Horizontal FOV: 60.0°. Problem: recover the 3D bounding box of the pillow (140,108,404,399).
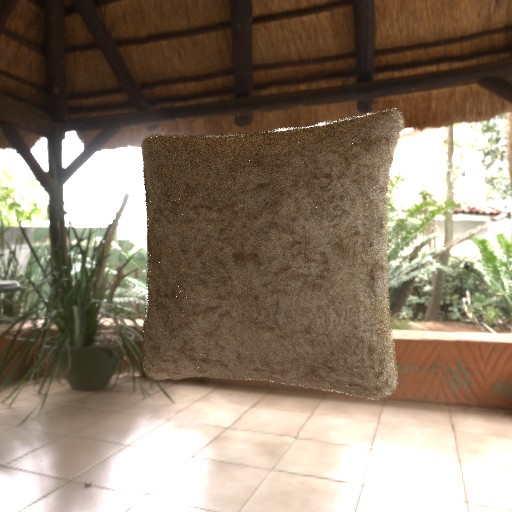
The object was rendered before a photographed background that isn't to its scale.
[{"bbox_3d":[0.000,0.000,0.840,0.538,0.525,0.216,0,-1,20],"label":"pillow"}]
